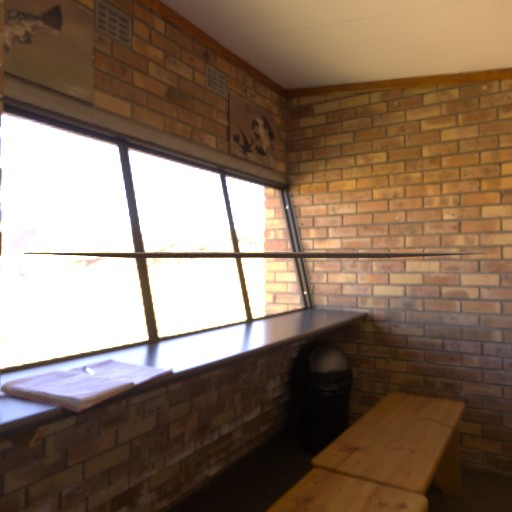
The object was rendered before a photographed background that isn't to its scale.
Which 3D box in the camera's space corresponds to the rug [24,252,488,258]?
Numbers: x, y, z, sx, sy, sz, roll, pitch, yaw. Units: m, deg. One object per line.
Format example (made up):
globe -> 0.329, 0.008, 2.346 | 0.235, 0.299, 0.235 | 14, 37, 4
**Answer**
rug -> 0.000, 0.000, 4.019 | 2.980, 0.012, 2.363 | 0, -1, 0
